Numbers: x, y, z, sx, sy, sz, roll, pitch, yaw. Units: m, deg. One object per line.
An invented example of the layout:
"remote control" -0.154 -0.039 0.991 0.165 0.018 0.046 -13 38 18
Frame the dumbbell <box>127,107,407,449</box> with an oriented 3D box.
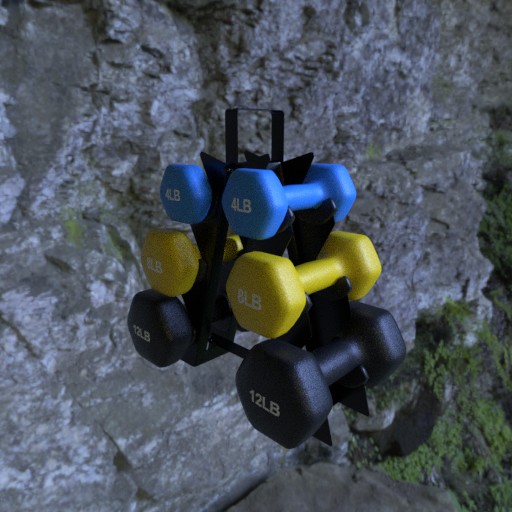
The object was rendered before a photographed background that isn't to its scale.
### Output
"dumbbell" 0.000 0.000 0.676 0.255 0.426 0.409 -14 21 -43
